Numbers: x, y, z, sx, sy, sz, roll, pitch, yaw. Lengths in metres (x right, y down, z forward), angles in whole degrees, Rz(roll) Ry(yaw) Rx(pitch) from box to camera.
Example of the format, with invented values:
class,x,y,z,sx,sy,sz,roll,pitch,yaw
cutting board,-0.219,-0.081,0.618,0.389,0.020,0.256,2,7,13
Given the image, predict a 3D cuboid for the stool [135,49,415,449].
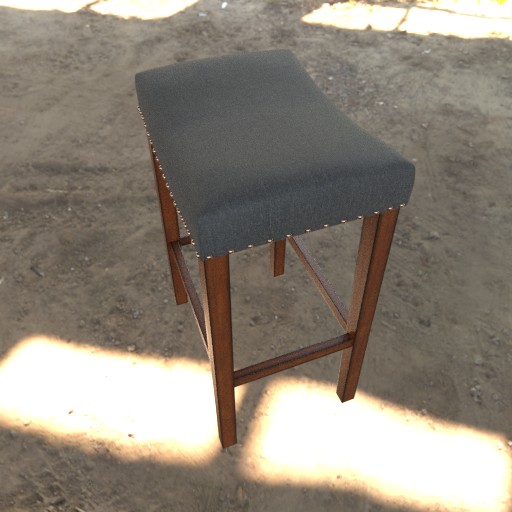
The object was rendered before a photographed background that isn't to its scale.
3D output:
class,x,y,z,sx,sy,sz,roll,pitch,yaw
stool,0.000,0.000,1.024,0.366,0.748,0.502,-15,48,-14
